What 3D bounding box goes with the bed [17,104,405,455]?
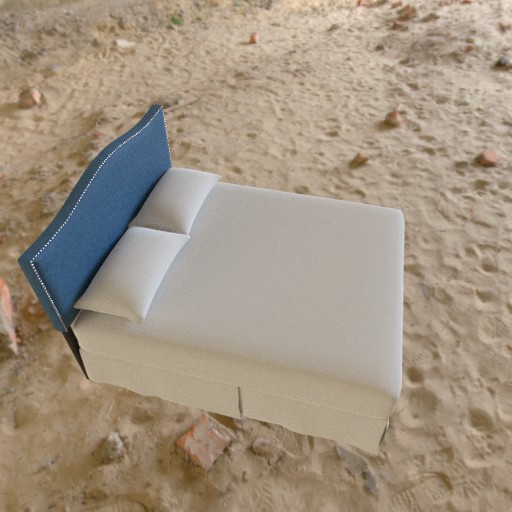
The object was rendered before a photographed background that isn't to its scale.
[{"bbox_3d":[0.000,0.000,2.771,1.872,1.169,1.610,10,46,10],"label":"bed"}]
